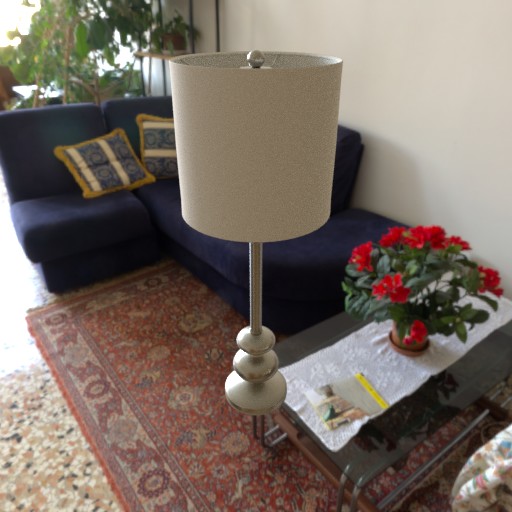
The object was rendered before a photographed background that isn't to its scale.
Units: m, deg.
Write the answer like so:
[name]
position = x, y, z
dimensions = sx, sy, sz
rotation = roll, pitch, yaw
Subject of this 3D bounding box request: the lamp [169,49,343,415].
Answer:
[lamp]
position = 0.000, 0.000, 0.815
dimensions = 0.254, 0.690, 0.254
rotation = 9, 30, 15
